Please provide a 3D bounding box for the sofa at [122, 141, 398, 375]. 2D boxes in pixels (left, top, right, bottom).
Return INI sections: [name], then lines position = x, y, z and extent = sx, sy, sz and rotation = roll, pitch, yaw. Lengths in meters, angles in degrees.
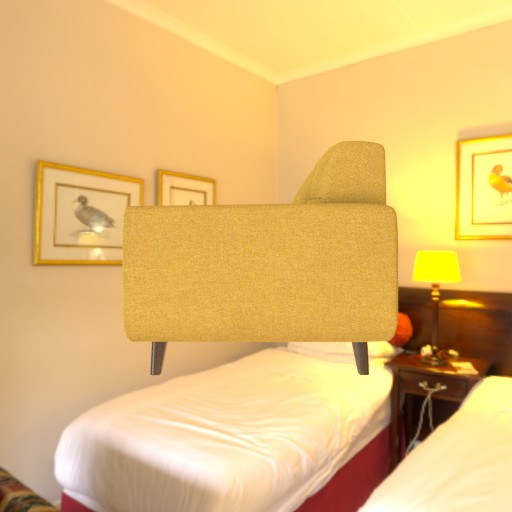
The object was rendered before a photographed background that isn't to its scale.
[sofa]
position = 0.000, 0.000, 2.218
extent = 0.909, 0.841, 1.631
rotation = 0, 0, 0
